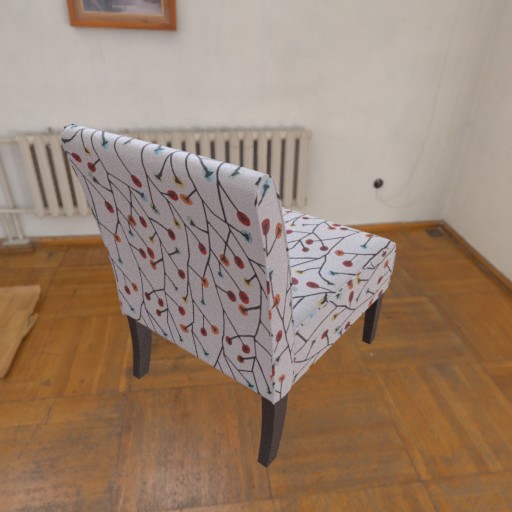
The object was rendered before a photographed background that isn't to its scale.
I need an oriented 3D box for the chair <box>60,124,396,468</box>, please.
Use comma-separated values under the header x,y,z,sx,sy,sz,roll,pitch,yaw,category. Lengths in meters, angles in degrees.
x,y,z,sx,sy,sz,roll,pitch,yaw,category
0.000,0.000,1.302,0.597,0.813,0.732,21,36,32,chair
